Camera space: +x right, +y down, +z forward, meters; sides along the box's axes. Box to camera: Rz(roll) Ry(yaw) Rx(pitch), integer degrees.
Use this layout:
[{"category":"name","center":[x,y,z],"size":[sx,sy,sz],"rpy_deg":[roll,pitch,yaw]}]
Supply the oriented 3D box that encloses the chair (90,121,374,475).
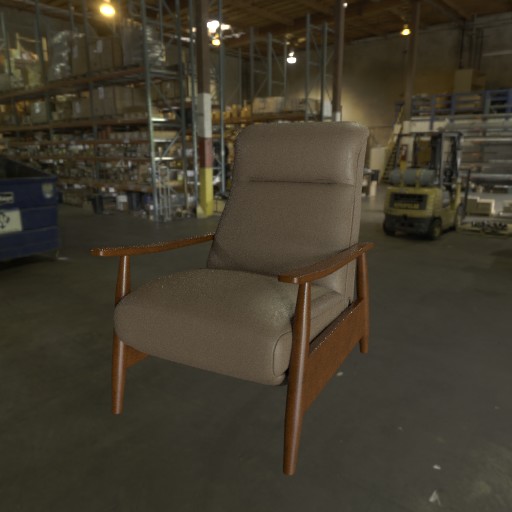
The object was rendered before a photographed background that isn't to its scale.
[{"category":"chair","center":[0.000,0.000,1.785],"size":[0.762,1.082,1.014],"rpy_deg":[7,15,26]}]
